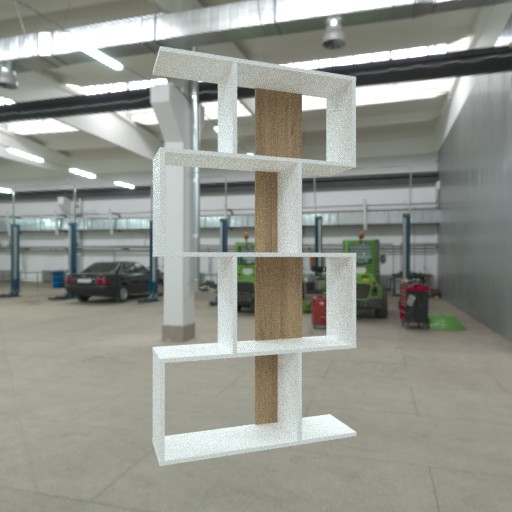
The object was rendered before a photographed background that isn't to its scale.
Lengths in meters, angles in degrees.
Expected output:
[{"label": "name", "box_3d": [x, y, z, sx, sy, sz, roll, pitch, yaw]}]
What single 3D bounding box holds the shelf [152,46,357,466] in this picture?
[{"label": "shelf", "box_3d": [0.000, 0.000, 2.007, 0.890, 1.650, 0.250, 0, 0, -19]}]
